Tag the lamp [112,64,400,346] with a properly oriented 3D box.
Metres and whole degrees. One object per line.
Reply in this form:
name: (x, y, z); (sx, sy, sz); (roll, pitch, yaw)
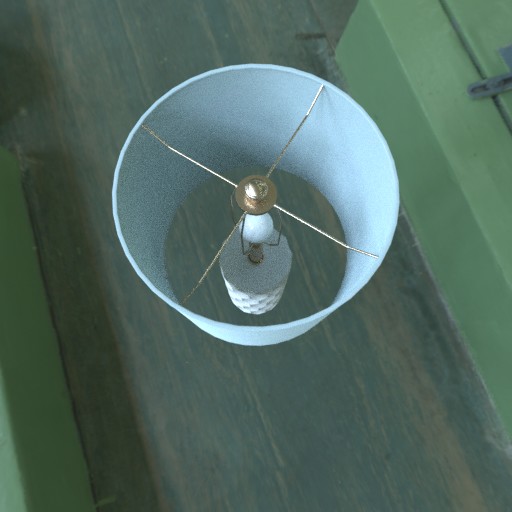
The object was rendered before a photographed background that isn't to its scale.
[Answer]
lamp: (0.000, 0.000, 0.686); (0.277, 0.534, 0.277); (-20, 76, -5)
